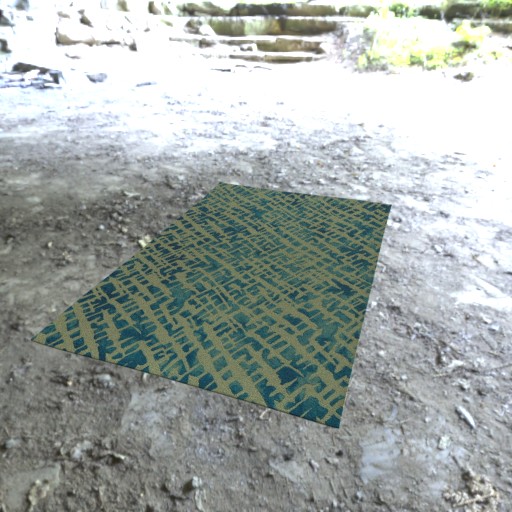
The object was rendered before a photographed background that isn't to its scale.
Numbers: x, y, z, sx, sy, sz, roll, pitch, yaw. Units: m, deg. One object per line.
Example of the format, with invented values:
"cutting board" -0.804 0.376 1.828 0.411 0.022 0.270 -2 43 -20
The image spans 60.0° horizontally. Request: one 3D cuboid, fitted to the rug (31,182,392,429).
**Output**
"rug" 0.000 0.000 2.295 1.209 0.011 1.830 10 32 17
